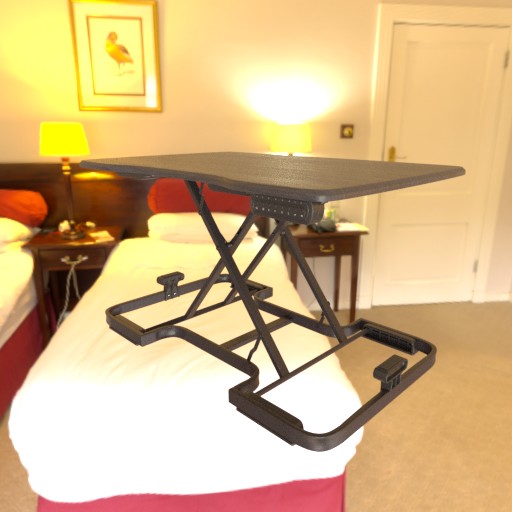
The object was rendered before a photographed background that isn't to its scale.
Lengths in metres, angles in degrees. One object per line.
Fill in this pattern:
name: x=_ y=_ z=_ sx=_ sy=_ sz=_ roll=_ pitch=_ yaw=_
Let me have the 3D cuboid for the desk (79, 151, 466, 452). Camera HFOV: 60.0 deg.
desk: x=0.000 y=0.000 z=1.138 sx=0.820 sy=0.470 sz=0.546 roll=16 pitch=23 yaw=43
